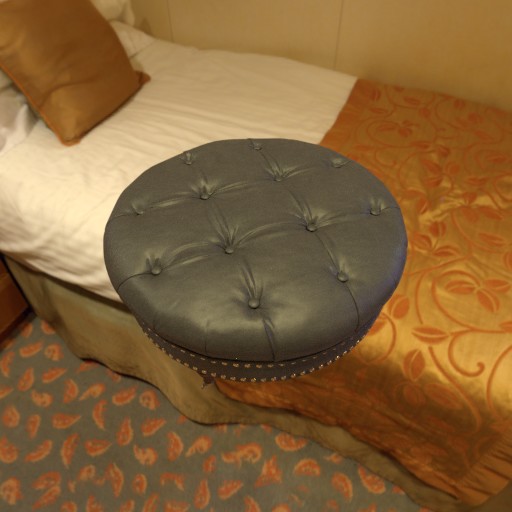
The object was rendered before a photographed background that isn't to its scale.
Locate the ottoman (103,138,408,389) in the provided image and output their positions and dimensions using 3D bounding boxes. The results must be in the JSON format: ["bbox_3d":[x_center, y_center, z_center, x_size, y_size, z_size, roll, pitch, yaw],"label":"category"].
[{"bbox_3d":[0.000,0.000,1.449,0.901,0.439,0.901,0,47,0],"label":"ottoman"}]
